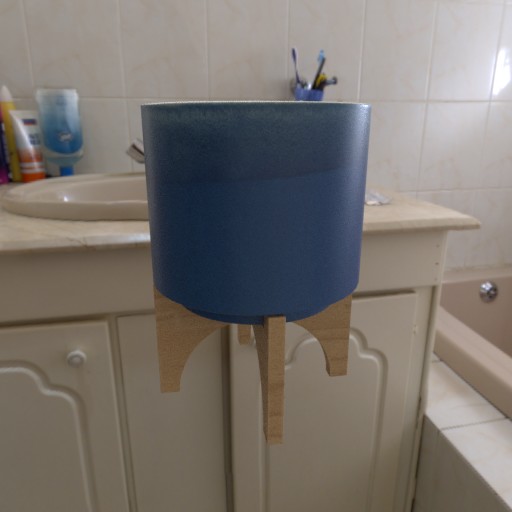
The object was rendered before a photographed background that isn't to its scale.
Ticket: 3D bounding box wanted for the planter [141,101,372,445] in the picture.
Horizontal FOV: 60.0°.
[{"bbox_3d":[0.000,0.000,0.570,0.261,0.367,0.261,0,17,0],"label":"planter"}]
